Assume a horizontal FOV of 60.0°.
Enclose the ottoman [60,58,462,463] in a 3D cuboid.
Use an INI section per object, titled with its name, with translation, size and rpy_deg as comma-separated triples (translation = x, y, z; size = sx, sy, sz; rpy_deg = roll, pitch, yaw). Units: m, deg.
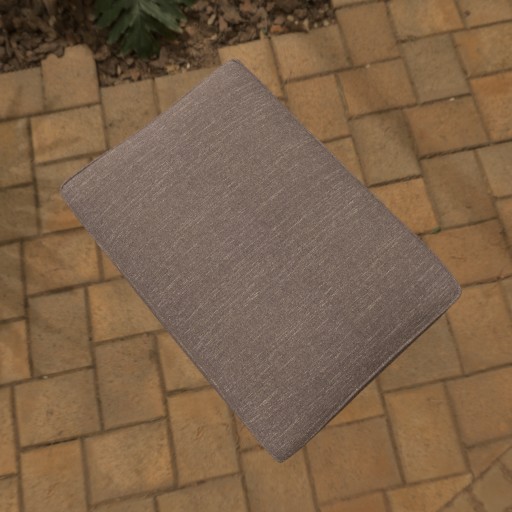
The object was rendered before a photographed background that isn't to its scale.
[ottoman]
translation = 0.000, 0.000, 0.984
size = 0.508, 0.406, 0.686
rpy_deg = -40, 79, -9
